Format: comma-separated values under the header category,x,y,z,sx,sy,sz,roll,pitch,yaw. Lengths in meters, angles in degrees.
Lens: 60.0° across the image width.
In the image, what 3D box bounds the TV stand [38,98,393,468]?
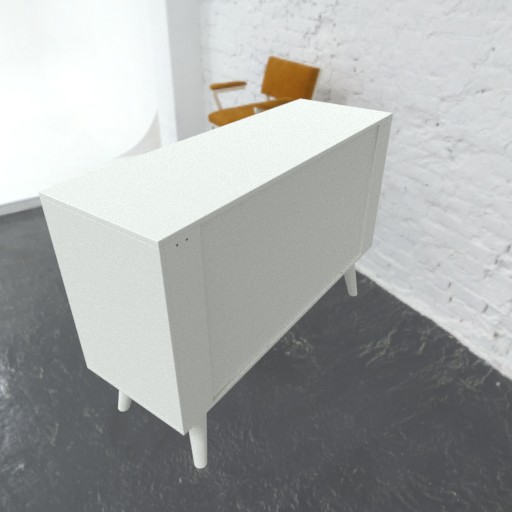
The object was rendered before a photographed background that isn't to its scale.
category,x,y,z,sx,sy,sz,roll,pitch,yaw
TV stand,0.000,0.000,1.569,0.406,0.812,1.193,21,38,30
